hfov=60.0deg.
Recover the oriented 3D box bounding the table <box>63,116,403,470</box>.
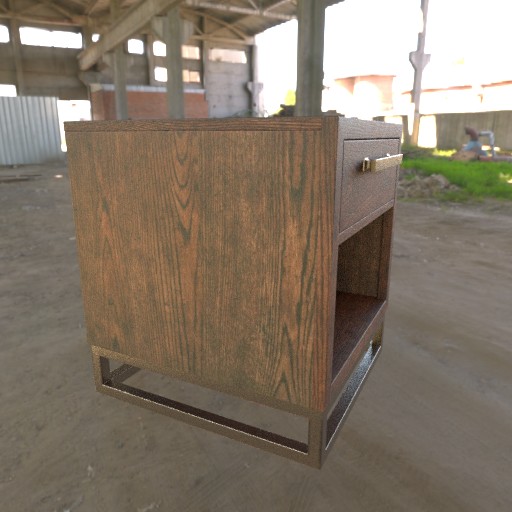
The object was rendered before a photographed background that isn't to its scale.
[{"bbox_3d":[0.000,0.000,1.009,0.566,0.582,0.506,8,17,26],"label":"table"}]
